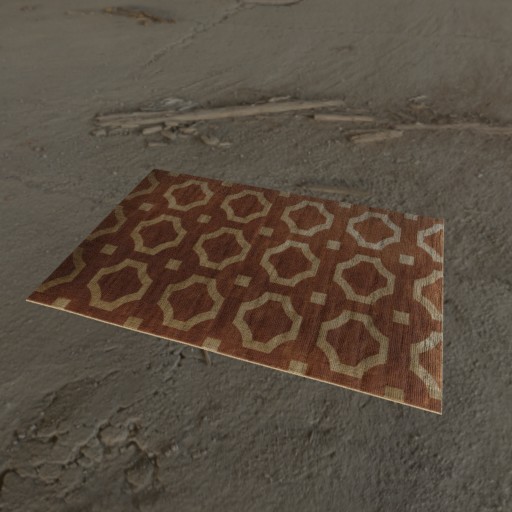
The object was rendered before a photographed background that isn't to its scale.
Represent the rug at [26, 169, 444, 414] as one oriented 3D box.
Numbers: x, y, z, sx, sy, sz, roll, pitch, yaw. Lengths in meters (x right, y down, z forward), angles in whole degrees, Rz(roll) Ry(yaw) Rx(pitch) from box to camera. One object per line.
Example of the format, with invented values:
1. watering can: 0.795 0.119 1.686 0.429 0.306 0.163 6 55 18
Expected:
1. rug: 0.000 0.000 2.839 2.286 0.016 1.555 12 43 13
